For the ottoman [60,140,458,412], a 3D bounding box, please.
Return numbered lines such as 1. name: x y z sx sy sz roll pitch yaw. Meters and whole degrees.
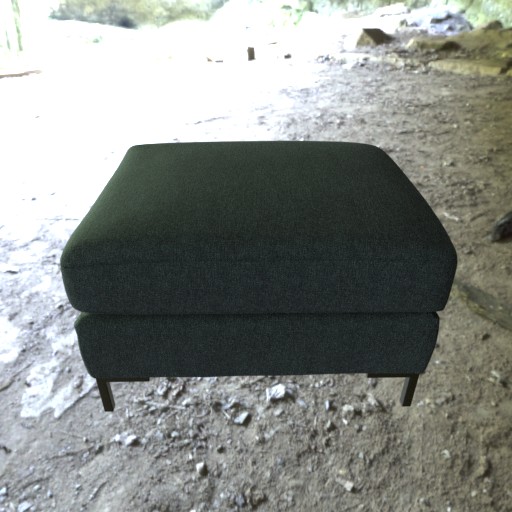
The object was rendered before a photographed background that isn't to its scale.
1. ottoman: 0.000 0.000 1.279 0.831 0.533 0.695 -1 32 -1
